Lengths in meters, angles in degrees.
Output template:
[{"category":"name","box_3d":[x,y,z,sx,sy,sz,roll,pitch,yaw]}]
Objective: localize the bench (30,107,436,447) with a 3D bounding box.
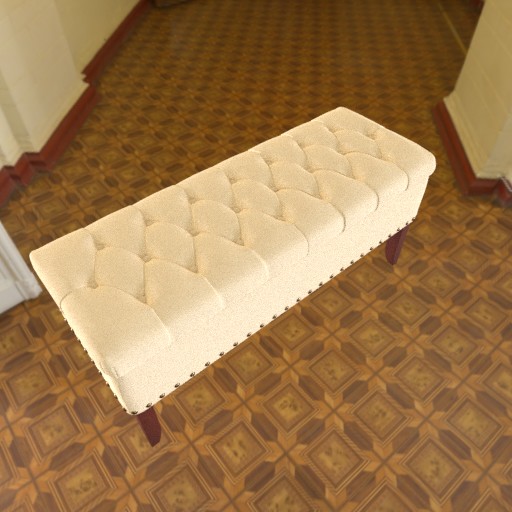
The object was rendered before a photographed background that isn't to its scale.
[{"category":"bench","box_3d":[0.000,0.000,1.294,1.054,0.470,0.400,-31,54,-26]}]
